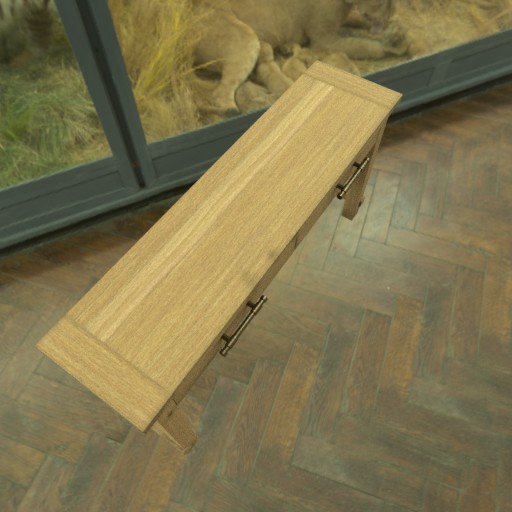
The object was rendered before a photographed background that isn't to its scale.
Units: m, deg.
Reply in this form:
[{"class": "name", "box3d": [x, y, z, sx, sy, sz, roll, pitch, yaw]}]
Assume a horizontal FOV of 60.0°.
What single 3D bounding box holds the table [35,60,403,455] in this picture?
[{"class": "table", "box3d": [0.000, 0.000, 1.865, 0.442, 0.762, 1.599, 30, 63, 17]}]
